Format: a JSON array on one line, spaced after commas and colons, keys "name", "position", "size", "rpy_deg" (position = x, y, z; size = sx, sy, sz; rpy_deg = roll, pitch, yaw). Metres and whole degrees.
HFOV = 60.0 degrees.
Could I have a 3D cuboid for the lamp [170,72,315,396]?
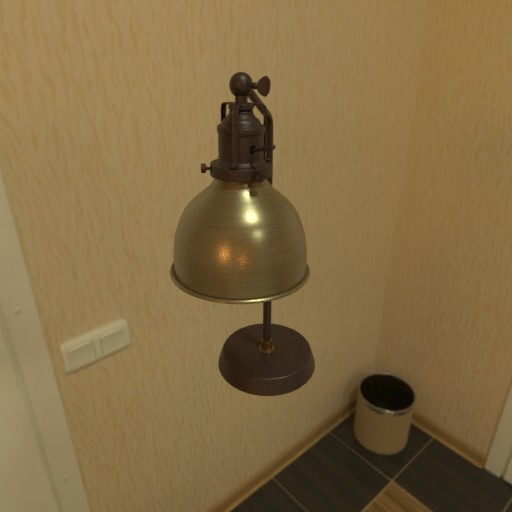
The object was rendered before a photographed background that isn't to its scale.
[{"name": "lamp", "position": [0.000, 0.000, 0.600], "size": [0.175, 0.469, 0.298], "rpy_deg": [9, 28, 17]}]
